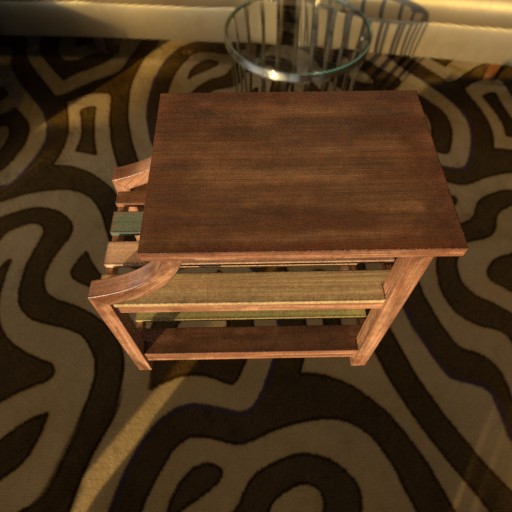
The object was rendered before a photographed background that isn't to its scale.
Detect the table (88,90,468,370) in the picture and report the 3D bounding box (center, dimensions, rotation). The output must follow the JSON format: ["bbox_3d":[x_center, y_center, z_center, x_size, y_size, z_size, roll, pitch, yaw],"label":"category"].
[{"bbox_3d":[0.000,0.000,0.979,0.609,0.584,0.356,-1,58,-1],"label":"table"}]
